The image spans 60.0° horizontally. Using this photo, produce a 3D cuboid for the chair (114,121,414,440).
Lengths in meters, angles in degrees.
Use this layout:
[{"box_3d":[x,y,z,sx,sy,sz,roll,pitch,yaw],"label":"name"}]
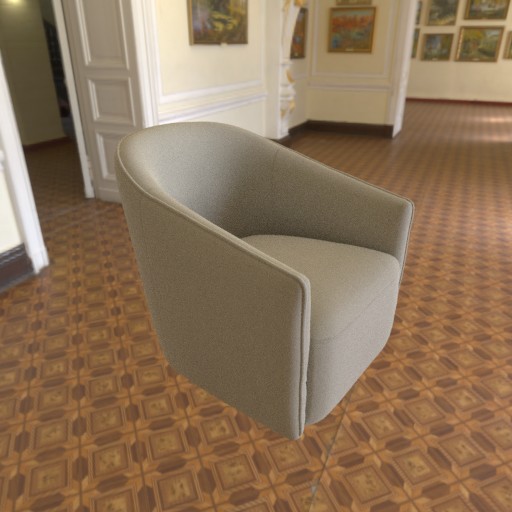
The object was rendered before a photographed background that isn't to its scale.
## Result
[{"box_3d":[0.000,0.000,1.520,0.875,0.799,0.747,18,31,33],"label":"chair"}]
